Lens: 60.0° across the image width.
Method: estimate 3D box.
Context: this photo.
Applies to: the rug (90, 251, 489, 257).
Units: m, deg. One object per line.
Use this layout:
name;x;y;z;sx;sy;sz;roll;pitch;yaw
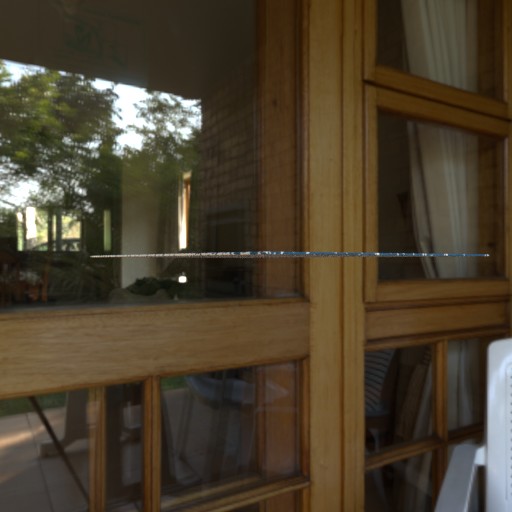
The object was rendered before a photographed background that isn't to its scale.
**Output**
rug;0.000;0.000;2.340;1.220;0.007;1.828;0;-1;-35
